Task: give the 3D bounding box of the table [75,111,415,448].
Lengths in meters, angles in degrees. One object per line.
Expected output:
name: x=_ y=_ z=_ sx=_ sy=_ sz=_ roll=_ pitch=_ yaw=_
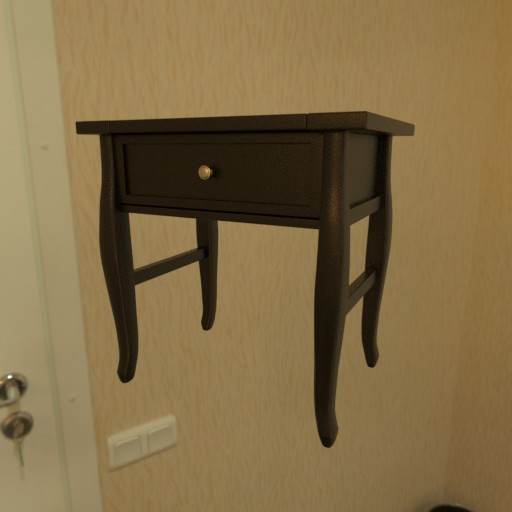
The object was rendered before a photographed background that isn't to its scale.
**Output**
table: x=0.000 y=0.000 z=1.048 sx=0.602 sy=0.604 sz=0.460 roll=7 pitch=16 yaw=27
